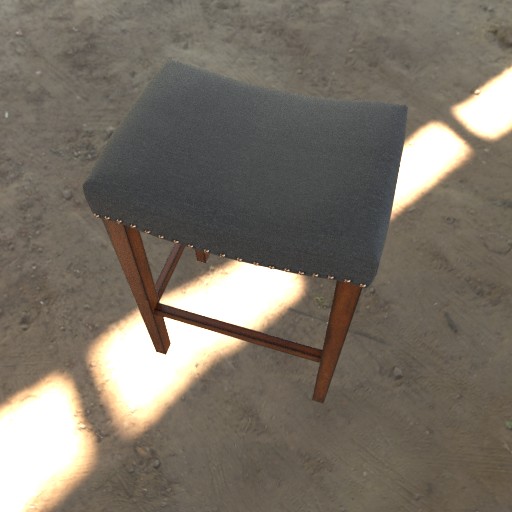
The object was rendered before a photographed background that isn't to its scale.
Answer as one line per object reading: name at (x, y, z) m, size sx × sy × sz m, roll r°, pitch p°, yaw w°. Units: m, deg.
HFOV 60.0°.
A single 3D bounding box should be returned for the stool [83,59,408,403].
stool at (0.000, 0.000, 1.040) m, size 0.502 × 0.748 × 0.366 m, roll 15°, pitch 59°, yaw 9°
